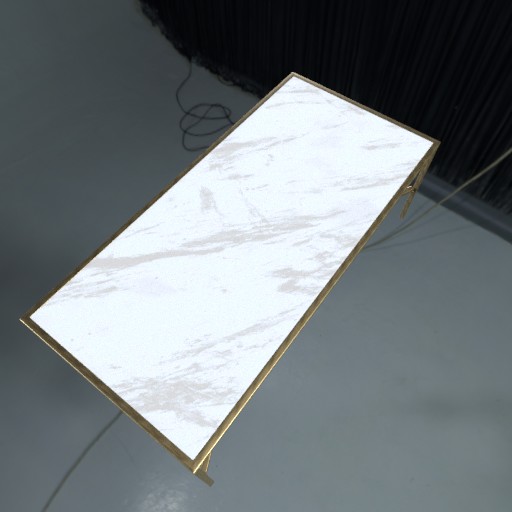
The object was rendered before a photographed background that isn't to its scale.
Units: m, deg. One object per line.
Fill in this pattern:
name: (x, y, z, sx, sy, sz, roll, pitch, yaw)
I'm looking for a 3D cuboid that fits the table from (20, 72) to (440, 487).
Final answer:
table: (0.000, 0.000, 1.432, 0.577, 0.405, 1.197, 33, 65, 18)
